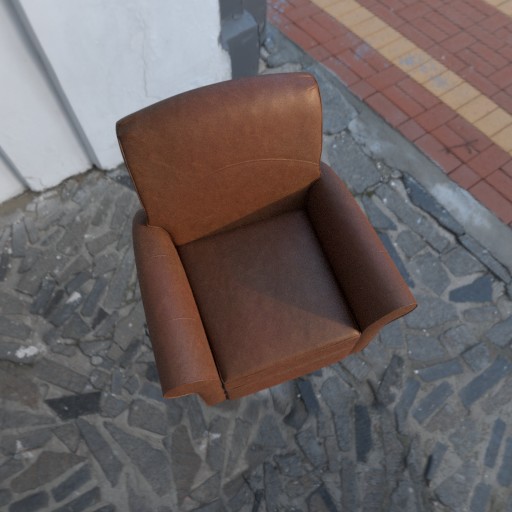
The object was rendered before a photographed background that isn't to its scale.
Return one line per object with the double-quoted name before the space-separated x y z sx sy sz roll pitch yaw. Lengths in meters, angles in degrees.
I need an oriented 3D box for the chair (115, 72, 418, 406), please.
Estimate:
"chair" 0.000 0.000 1.825 0.978 1.061 0.902 -18 64 -9
